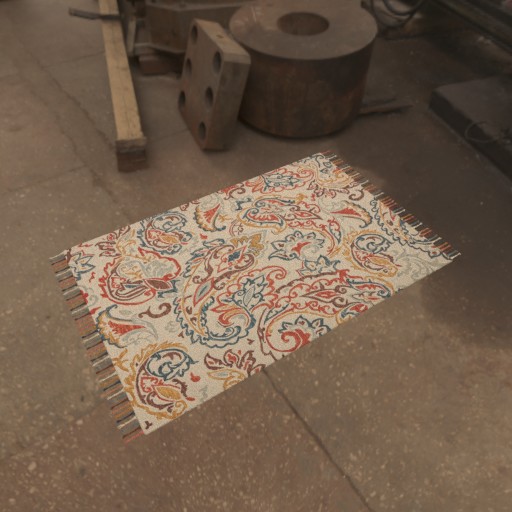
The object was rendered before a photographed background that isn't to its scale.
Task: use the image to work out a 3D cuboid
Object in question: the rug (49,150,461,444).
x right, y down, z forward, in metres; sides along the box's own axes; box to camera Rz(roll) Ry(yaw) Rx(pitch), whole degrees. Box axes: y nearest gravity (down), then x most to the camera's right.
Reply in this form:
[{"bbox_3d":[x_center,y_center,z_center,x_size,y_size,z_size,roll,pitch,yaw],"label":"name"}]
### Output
[{"bbox_3d":[0.000,0.000,2.492,1.997,0.010,1.218,-25,52,-21],"label":"rug"}]
